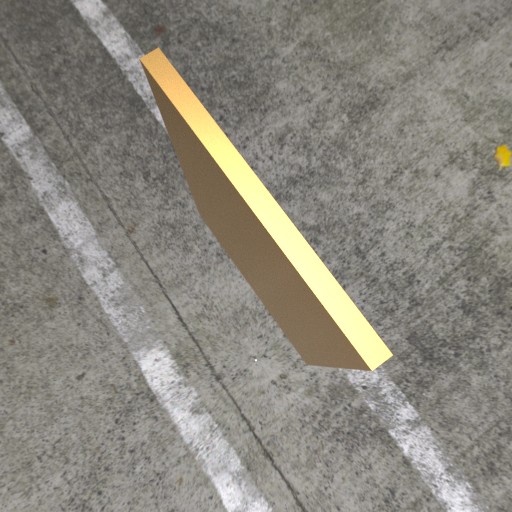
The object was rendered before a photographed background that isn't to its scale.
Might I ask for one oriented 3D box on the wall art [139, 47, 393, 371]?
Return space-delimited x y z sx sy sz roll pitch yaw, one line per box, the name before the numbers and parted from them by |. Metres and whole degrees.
wall art | 0.000 0.000 1.068 0.038 0.812 0.610 -35 79 -8
